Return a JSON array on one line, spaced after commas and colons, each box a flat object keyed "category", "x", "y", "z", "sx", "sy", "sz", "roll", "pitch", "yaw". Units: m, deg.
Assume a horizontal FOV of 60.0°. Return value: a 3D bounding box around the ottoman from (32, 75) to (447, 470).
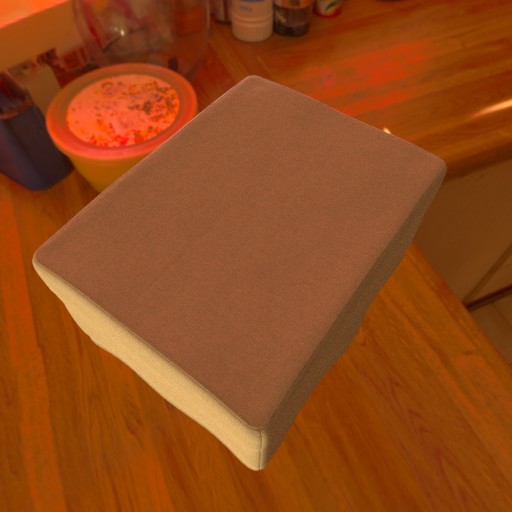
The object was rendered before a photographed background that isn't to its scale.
[{"category": "ottoman", "x": 0.000, "y": 0.000, "z": 1.216, "sx": 0.648, "sy": 0.461, "sz": 0.833, "roll": 32, "pitch": 62, "yaw": 19}]
